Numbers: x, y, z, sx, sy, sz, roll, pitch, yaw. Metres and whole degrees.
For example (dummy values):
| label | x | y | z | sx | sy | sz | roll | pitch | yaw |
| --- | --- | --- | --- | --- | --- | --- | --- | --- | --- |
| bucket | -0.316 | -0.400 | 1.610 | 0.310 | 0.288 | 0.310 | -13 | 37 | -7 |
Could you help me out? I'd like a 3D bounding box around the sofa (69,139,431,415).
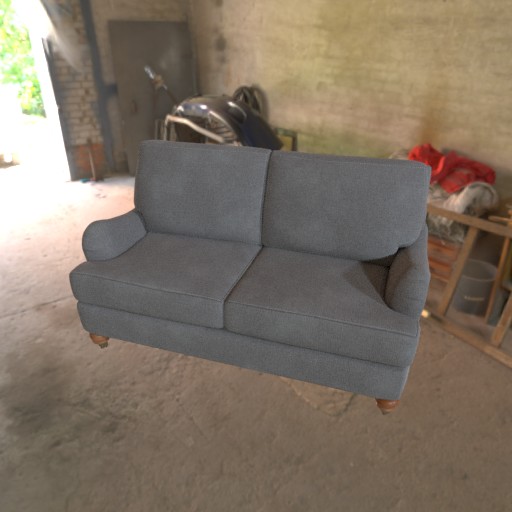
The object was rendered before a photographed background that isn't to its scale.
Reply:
| label | x | y | z | sx | sy | sz | roll | pitch | yaw |
| --- | --- | --- | --- | --- | --- | --- | --- | --- | --- |
| sofa | 0.000 | 0.000 | 2.559 | 1.853 | 1.101 | 1.084 | 9 | 29 | 16 |
